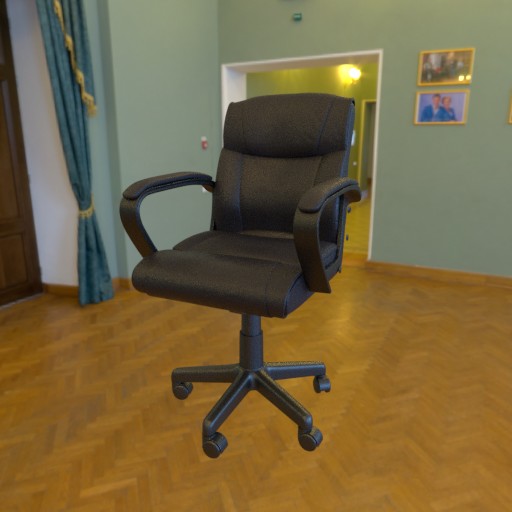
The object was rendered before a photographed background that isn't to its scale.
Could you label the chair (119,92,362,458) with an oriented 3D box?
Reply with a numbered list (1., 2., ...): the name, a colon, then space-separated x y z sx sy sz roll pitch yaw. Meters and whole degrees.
1. chair: 0.000 0.000 1.374 0.576 0.998 0.641 7 16 25
